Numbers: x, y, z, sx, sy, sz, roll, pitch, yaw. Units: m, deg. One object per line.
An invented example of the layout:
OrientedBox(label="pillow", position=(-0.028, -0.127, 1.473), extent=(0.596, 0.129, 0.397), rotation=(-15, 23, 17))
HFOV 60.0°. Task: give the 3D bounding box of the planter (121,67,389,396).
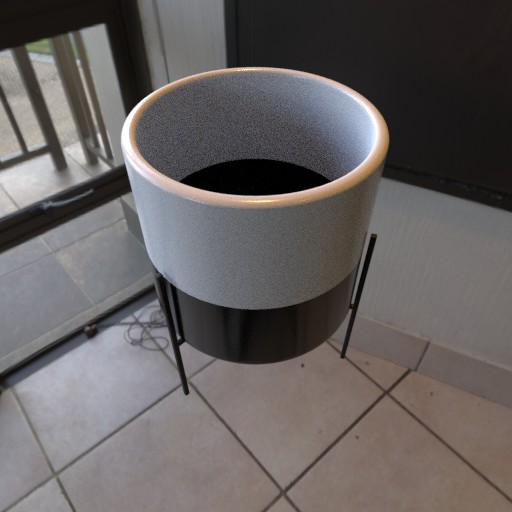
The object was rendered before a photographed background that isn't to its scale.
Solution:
OrientedBox(label="planter", position=(0.000, 0.000, 0.654), extent=(0.310, 0.432, 0.310), rotation=(23, 50, 21))
